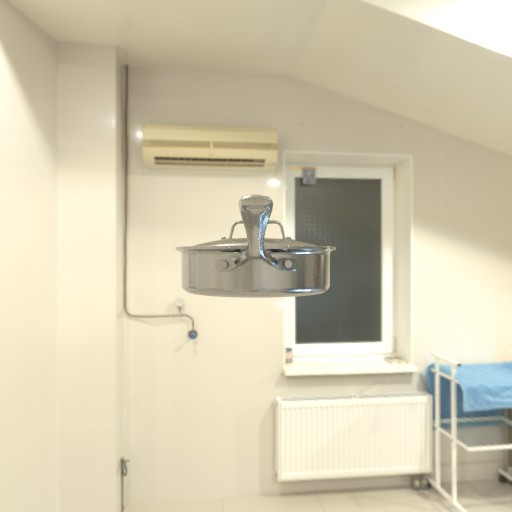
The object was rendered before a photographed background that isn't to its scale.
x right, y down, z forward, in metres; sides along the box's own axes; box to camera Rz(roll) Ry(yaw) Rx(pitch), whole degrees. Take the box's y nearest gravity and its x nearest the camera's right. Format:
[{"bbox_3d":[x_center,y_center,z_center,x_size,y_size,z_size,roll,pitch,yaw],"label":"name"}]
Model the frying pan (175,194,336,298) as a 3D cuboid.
[{"bbox_3d":[0.000,0.000,0.600,0.245,0.111,0.492,0,0,0],"label":"frying pan"}]
